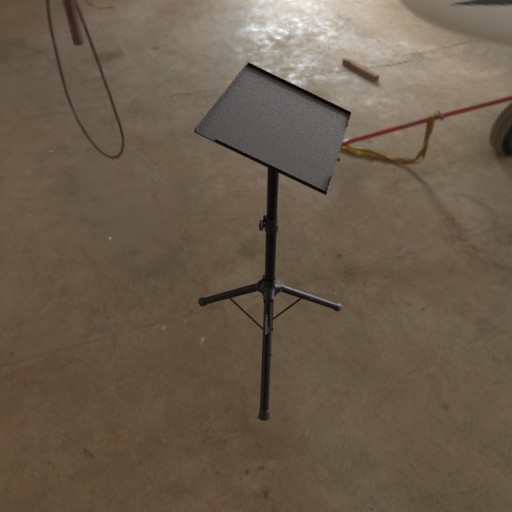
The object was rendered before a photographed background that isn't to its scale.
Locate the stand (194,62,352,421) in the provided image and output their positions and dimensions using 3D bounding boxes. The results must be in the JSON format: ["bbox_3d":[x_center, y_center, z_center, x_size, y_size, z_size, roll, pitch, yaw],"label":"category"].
[{"bbox_3d":[0.000,0.000,1.662,0.702,1.198,0.702,12,46,12],"label":"stand"}]
